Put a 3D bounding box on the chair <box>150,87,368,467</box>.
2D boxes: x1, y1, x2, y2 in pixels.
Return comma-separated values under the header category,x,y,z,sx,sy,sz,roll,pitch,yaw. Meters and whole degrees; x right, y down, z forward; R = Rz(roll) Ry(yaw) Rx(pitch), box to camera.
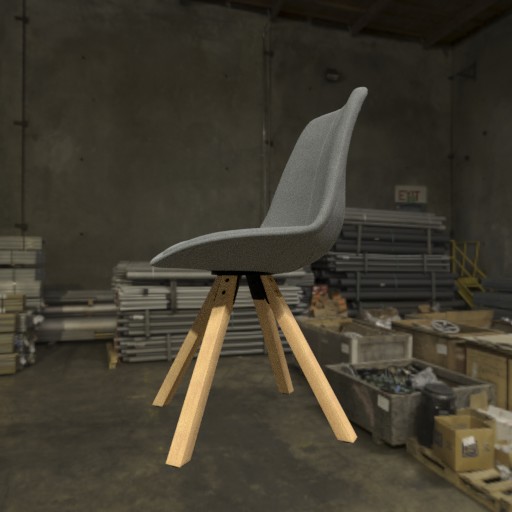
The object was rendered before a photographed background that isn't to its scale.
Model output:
category,x,y,z,sx,sy,sz,roll,pitch,yaw
chair,0.000,0.000,1.176,0.549,0.863,0.474,0,-1,-17
